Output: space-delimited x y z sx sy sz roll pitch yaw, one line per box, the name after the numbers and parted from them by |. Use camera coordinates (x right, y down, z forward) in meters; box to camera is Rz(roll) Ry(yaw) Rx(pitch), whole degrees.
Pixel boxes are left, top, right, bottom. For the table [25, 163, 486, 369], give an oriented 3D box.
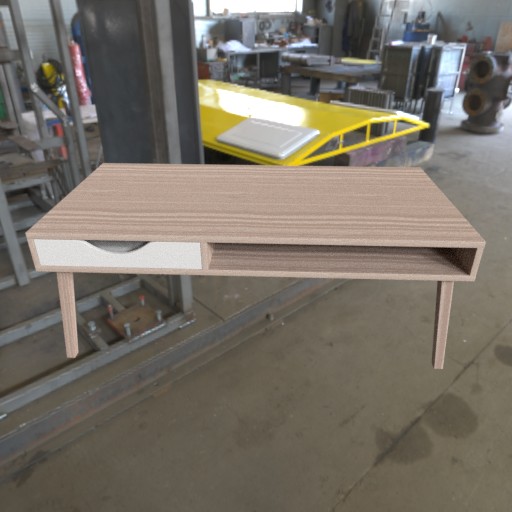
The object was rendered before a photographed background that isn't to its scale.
0.000 0.000 1.523 1.200 0.450 0.600 1 29 2 | table
